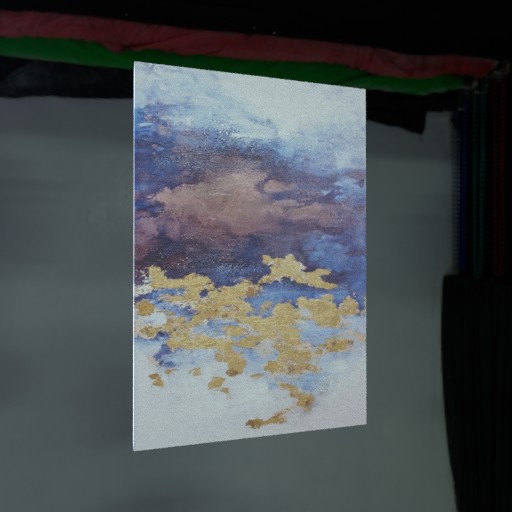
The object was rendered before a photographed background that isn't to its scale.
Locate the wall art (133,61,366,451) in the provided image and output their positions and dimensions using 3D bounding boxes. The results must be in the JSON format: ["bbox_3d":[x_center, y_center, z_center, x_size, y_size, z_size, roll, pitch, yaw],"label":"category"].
[{"bbox_3d":[0.000,0.000,1.096,0.583,0.874,0.048,0,0,-16],"label":"wall art"}]
